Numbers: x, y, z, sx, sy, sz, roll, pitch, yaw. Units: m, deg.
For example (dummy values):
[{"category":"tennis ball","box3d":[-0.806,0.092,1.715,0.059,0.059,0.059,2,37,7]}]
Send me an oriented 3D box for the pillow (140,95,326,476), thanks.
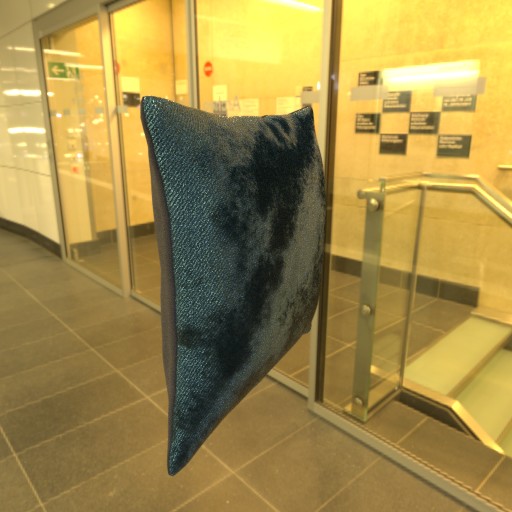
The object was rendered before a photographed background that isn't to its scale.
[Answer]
[{"category":"pillow","box3d":[0.000,0.000,0.646,0.138,0.430,0.436,9,18,27]}]
